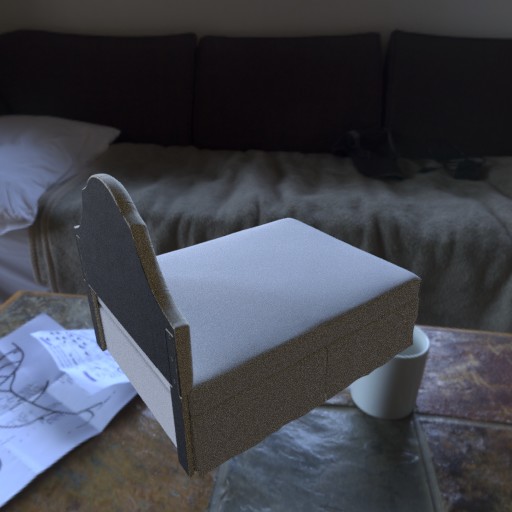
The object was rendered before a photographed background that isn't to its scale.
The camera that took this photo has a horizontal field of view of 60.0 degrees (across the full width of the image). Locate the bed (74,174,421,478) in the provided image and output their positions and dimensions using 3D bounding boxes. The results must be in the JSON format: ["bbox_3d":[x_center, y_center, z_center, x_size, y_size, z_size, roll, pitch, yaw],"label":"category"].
[{"bbox_3d":[0.000,0.000,3.263,2.092,1.575,1.627,-19,33,-32],"label":"bed"}]
